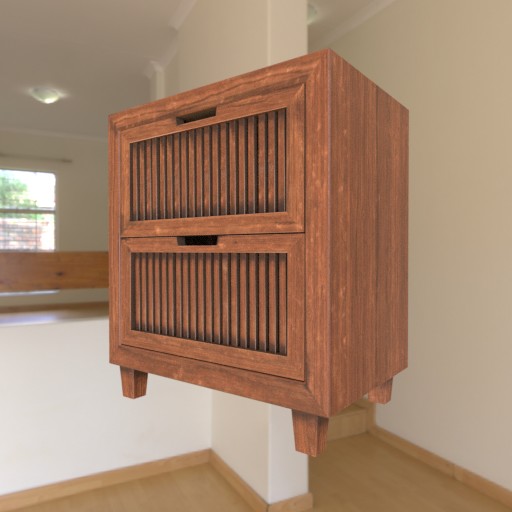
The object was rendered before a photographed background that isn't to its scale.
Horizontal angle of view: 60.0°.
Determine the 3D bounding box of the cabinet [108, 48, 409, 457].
[{"bbox_3d":[0.000,0.000,1.076,0.607,0.695,0.410,1,1,37],"label":"cabinet"}]
